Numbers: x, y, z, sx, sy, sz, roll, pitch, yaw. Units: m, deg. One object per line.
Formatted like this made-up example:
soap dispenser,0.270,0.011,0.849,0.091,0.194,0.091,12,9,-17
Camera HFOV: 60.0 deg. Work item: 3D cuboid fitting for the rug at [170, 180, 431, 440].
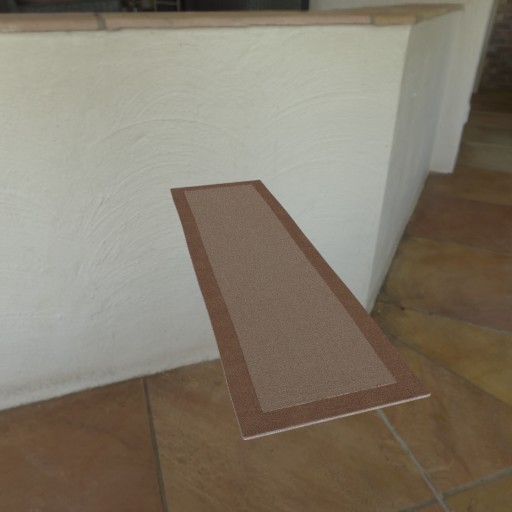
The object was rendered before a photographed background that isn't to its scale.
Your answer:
rug,0.000,0.000,2.651,0.767,0.012,2.430,-8,31,-13
